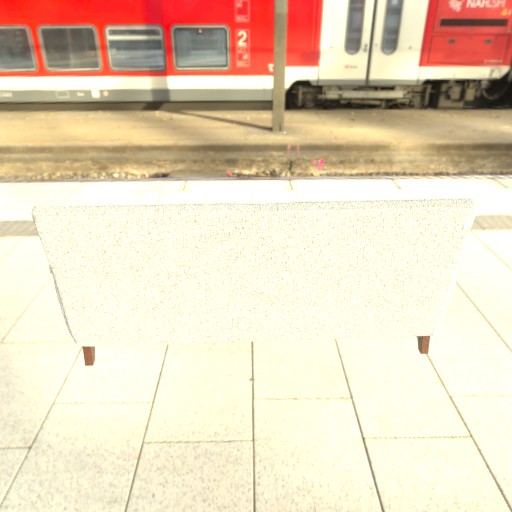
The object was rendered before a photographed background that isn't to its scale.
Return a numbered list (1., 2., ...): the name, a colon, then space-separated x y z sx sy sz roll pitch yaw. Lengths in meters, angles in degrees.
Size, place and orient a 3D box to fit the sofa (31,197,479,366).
1. sofa: 0.000 0.000 2.514 2.026 0.942 0.854 -1 28 -3
